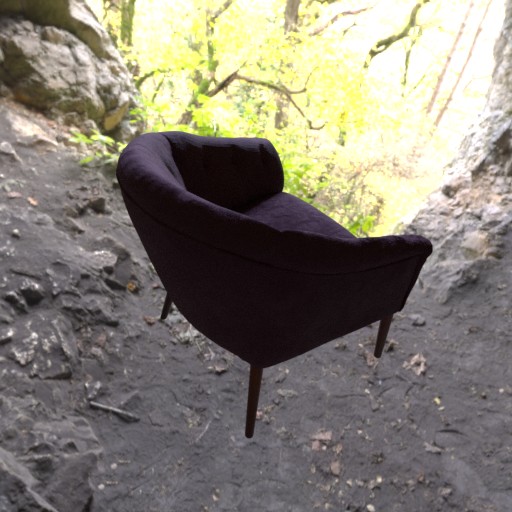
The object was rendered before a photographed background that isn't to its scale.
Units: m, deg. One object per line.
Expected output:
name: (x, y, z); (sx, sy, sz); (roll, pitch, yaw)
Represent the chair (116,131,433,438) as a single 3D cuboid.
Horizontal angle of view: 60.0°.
chair: (0.000, 0.000, 1.514); (0.776, 0.885, 0.851); (-25, 47, -26)
